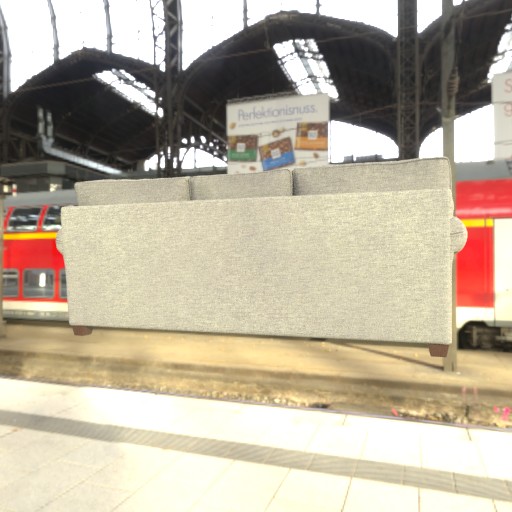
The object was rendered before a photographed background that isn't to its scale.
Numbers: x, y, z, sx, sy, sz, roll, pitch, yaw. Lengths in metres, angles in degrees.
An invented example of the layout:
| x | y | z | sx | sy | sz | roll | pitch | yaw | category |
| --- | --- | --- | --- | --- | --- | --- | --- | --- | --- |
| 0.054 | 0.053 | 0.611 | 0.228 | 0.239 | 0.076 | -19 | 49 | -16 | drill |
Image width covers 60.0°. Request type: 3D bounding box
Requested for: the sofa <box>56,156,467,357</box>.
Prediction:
| x | y | z | sx | sy | sz | roll | pitch | yaw | category |
| --- | --- | --- | --- | --- | --- | --- | --- | --- | --- |
| 0.000 | 0.000 | 2.751 | 2.312 | 0.975 | 0.965 | 0 | -1 | 18 | sofa |
